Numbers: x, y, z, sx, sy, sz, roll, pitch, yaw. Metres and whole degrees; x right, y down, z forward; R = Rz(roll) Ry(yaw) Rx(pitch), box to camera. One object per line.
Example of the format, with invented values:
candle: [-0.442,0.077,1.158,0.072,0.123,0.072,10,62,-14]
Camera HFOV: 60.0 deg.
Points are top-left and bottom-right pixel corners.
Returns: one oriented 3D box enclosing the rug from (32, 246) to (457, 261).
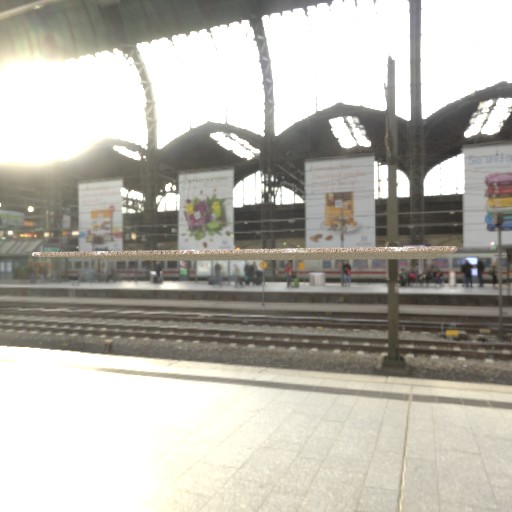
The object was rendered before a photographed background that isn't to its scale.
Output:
rug: [0.000,0.000,3.522,2.743,0.030,1.778,-1,-2,18]
